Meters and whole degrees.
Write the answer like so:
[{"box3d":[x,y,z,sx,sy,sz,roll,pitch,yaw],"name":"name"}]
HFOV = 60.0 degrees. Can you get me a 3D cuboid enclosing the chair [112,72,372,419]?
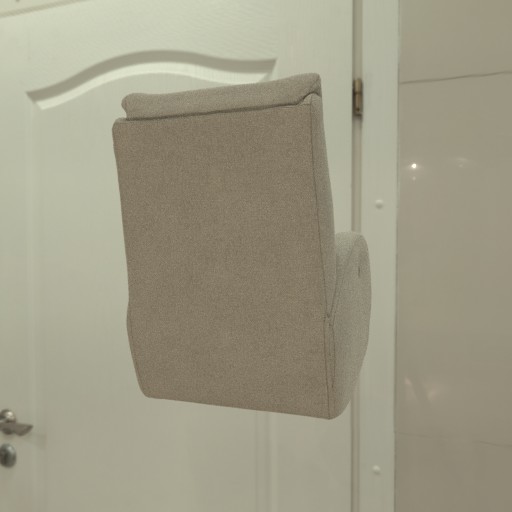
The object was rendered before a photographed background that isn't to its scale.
[{"box3d":[0.000,0.000,1.648,0.794,1.021,0.940,0,2,18],"name":"chair"}]
